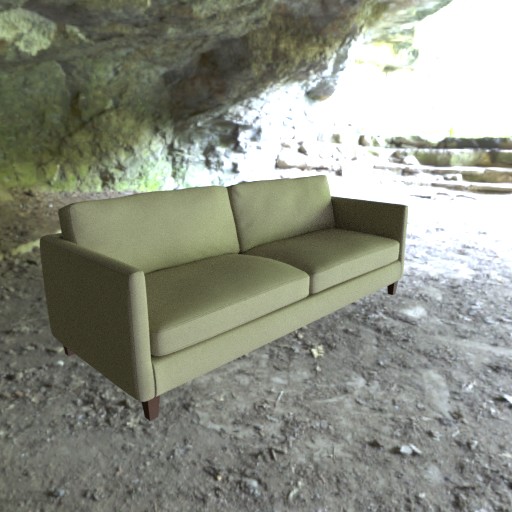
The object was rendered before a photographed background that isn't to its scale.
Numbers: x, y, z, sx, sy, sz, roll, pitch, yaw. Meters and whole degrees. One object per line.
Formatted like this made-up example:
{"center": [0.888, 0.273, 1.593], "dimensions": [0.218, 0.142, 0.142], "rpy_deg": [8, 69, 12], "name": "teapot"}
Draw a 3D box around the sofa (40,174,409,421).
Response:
{"center": [0.000, 0.000, 2.934], "dimensions": [0.988, 0.912, 2.404], "rpy_deg": [15, 21, 42], "name": "sofa"}
